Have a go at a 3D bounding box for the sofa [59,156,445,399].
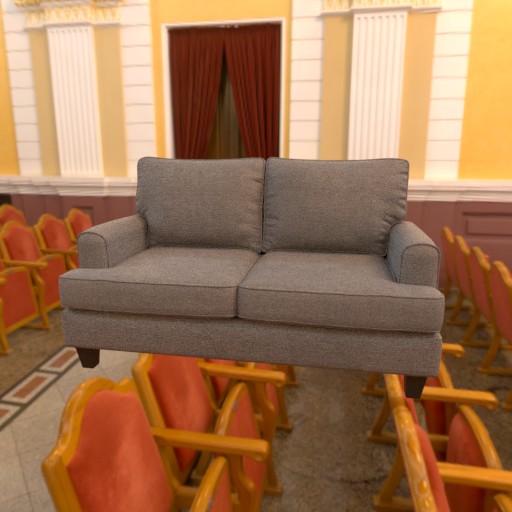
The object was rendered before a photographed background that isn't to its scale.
[{"bbox_3d":[0.000,0.000,2.230,1.651,0.965,0.965,2,14,10],"label":"sofa"}]
